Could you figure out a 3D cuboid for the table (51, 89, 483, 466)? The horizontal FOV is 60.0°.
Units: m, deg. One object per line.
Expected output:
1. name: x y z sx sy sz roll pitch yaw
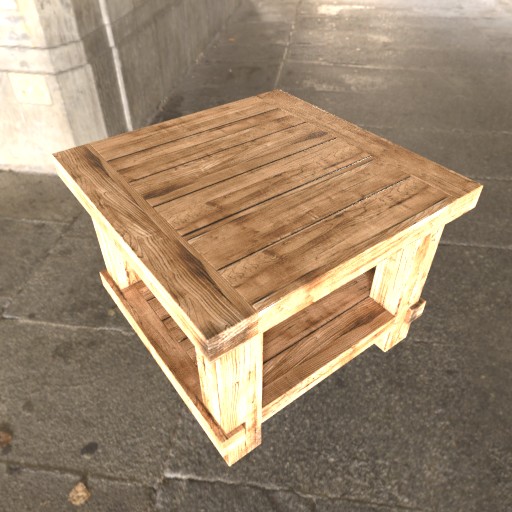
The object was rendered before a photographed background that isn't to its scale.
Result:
1. table: 0.000 0.000 1.026 0.610 0.457 0.610 -26 47 -27
